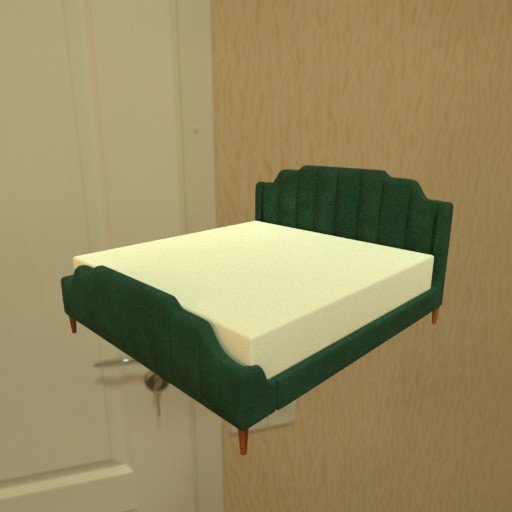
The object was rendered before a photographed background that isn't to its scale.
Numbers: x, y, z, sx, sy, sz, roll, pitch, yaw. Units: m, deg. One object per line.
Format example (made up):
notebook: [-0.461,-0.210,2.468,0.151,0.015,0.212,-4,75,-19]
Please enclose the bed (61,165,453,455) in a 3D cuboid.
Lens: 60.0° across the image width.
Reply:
bed: [0.000,0.000,3.487,2.074,1.245,2.340,15,22,43]
